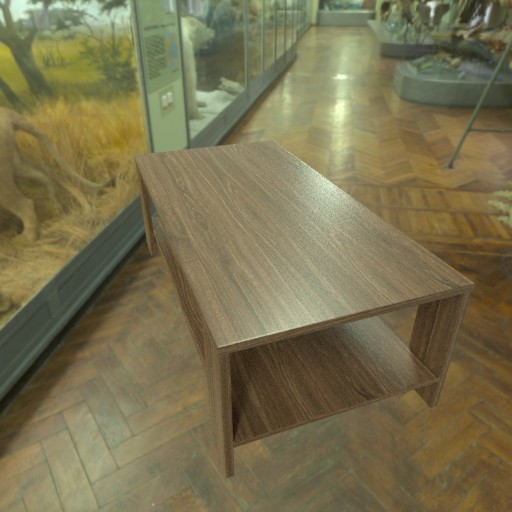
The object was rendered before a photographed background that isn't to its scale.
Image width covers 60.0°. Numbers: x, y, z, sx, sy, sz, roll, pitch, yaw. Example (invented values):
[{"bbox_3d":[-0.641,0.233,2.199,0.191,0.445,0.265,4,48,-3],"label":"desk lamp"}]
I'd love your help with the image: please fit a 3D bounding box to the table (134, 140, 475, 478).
[{"bbox_3d":[0.000,0.000,1.490,0.600,0.400,1.200,-11,32,-17],"label":"table"}]
